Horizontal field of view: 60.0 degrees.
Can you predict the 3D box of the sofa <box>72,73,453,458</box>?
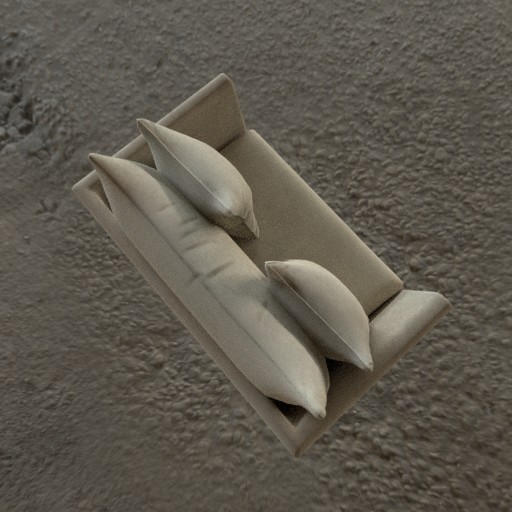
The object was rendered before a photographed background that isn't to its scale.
[{"bbox_3d":[0.000,0.000,2.257,1.035,1.040,1.608,-41,80,-9],"label":"sofa"}]
